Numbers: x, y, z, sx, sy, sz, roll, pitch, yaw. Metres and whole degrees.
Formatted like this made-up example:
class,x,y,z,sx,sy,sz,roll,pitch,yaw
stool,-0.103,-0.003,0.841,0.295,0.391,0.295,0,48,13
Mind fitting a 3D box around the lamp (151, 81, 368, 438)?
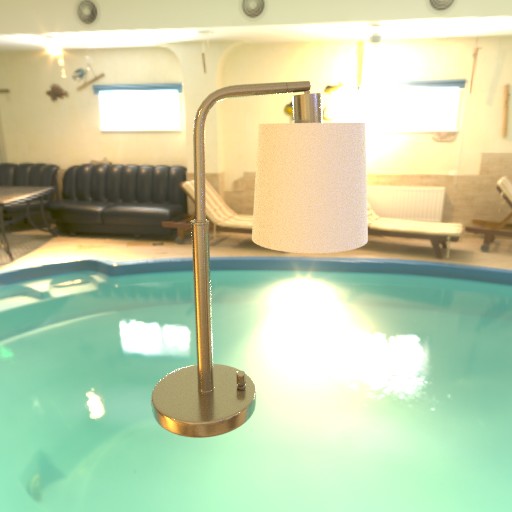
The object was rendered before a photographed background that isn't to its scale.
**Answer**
class,x,y,z,sx,sy,sz,roll,pitch,yaw
lamp,0.000,0.000,0.658,0.333,0.489,0.171,-3,16,-9
